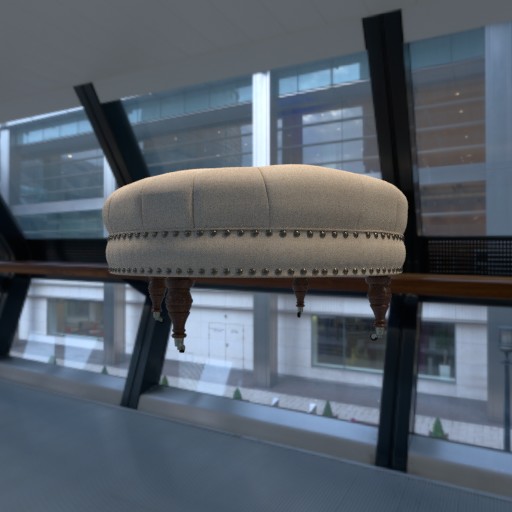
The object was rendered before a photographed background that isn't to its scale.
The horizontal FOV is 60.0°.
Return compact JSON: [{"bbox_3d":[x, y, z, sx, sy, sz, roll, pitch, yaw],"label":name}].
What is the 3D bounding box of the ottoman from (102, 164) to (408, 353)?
[{"bbox_3d":[0.000,0.000,1.433,0.940,0.483,0.940,0,-1,0],"label":"ottoman"}]
